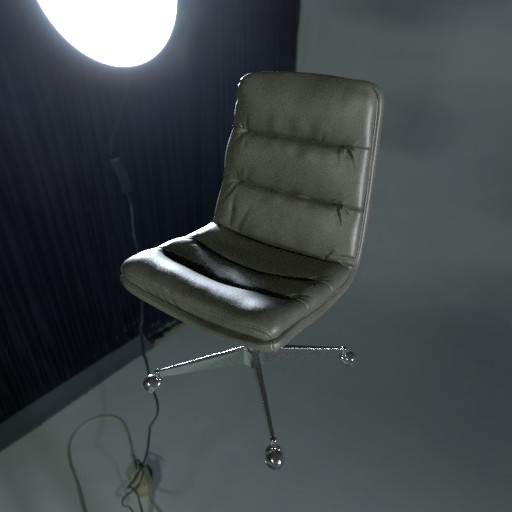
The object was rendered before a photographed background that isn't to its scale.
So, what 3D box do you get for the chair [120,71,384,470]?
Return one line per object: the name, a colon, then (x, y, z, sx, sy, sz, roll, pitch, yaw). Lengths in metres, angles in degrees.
chair: (0.000, 0.000, 1.013, 0.422, 0.738, 0.485, 19, 35, 29)
